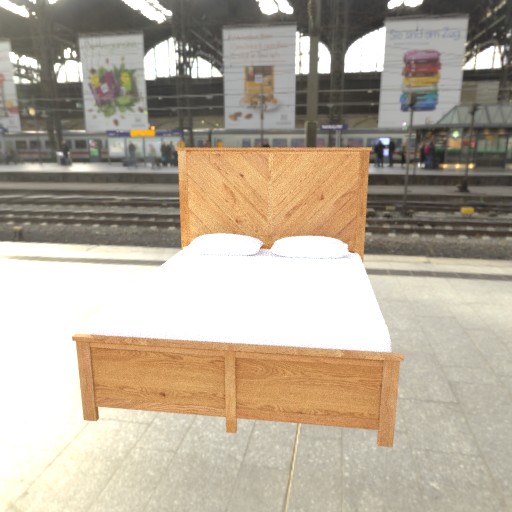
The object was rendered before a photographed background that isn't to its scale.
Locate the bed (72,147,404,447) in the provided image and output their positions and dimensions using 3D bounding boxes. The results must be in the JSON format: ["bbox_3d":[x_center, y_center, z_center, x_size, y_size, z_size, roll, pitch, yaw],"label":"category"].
[{"bbox_3d":[0.000,0.000,3.539,1.936,1.686,2.201,2,14,8],"label":"bed"}]
